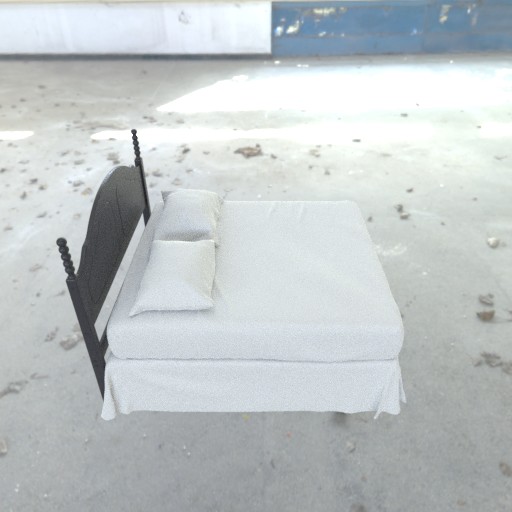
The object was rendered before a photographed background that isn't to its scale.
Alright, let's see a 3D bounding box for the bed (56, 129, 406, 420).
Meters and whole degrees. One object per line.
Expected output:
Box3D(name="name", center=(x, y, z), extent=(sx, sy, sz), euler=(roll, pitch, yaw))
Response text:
Box3D(name="bed", center=(0.000, 0.000, 3.284), extent=(2.040, 1.356, 1.873), euler=(0, 35, 0))
